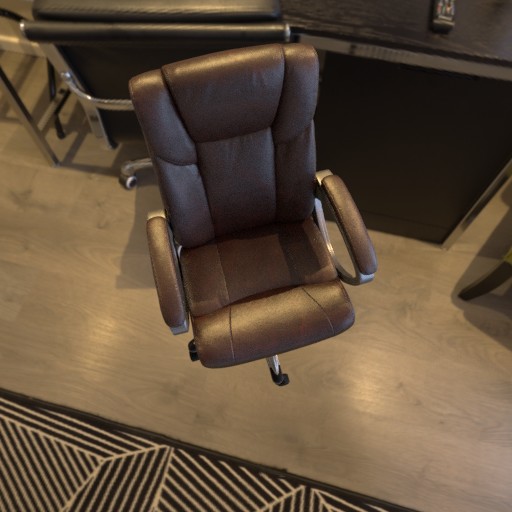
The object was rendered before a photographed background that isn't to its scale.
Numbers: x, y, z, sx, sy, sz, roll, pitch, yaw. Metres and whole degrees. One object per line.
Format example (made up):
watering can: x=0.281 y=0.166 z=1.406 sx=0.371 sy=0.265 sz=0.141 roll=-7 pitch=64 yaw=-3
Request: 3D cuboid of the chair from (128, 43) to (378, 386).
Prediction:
chair: x=0.000 y=0.000 z=1.498 sx=0.656 sy=1.128 sz=0.692 roll=-14 pitch=64 yaw=-7
